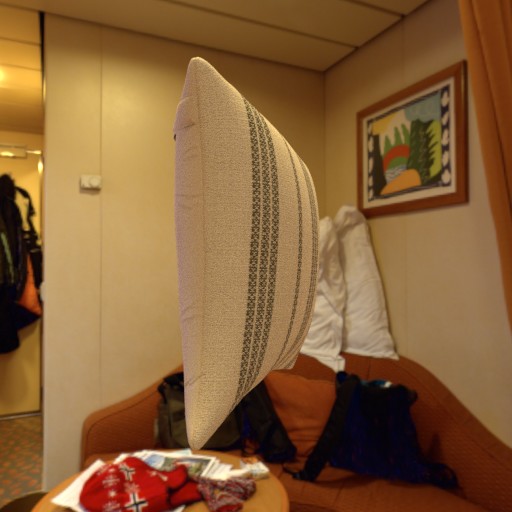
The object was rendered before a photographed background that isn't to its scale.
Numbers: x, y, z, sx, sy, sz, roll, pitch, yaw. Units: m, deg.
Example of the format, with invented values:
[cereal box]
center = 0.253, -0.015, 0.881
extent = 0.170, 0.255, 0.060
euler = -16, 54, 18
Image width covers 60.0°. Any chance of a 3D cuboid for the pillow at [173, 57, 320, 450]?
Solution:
[pillow]
center = 0.000, 0.000, 0.641
extent = 0.173, 0.406, 0.405
euler = -1, -2, 18
